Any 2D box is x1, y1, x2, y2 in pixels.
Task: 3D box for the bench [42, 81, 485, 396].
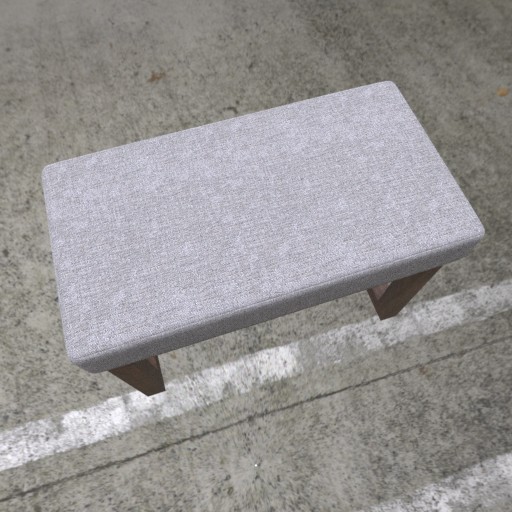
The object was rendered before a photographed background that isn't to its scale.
[{"bbox_3d":[0.000,0.000,0.943,0.681,0.467,0.366,-16,66,-8],"label":"bench"}]
